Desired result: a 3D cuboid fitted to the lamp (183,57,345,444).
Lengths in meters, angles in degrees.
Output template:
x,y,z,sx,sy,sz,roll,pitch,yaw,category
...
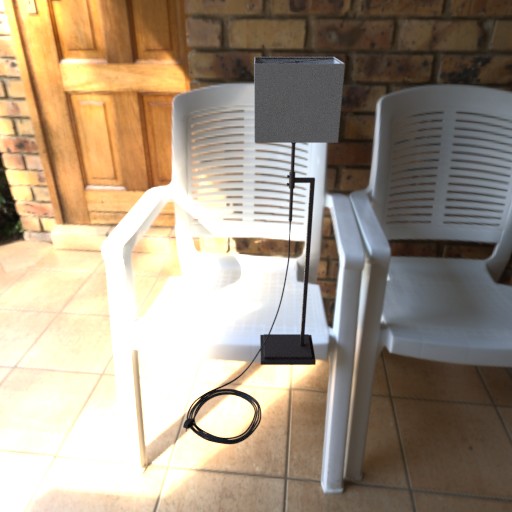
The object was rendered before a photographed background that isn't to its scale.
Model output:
x,y,z,sx,sy,sz,roll,pitch,yaw,category
0.000,0.000,2.027,0.698,1.600,0.774,0,29,0,lamp
